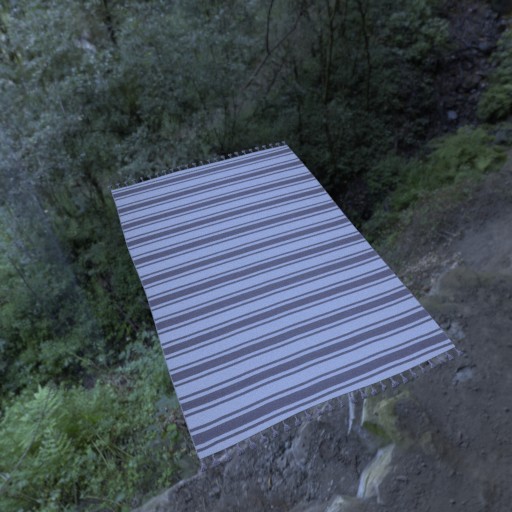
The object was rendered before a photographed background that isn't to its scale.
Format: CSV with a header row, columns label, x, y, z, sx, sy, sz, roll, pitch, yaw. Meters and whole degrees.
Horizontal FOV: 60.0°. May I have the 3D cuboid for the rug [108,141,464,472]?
label,x,y,z,sx,sy,sz,roll,pitch,yaw
rug,0.000,0.000,3.905,2.030,0.017,3.040,-18,50,-15
